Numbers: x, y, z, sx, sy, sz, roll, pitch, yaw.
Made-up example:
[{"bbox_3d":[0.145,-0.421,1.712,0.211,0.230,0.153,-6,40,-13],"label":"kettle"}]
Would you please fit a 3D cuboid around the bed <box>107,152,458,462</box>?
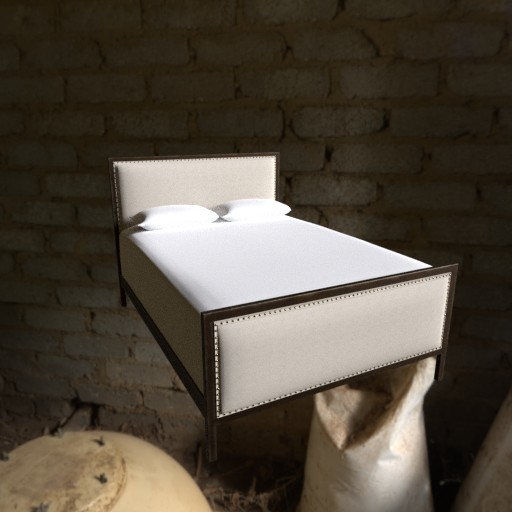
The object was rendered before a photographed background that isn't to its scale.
[{"bbox_3d":[0.000,0.000,3.228,1.607,1.313,2.221,-8,19,-26],"label":"bed"}]
